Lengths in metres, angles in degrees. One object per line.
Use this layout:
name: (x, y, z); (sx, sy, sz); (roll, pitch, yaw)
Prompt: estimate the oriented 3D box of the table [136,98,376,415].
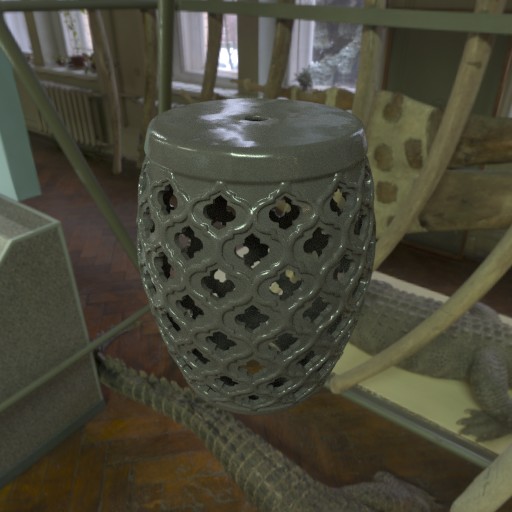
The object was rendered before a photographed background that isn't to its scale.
table: (0.000, 0.000, 0.636); (0.325, 0.388, 0.325); (0, 30, 0)
